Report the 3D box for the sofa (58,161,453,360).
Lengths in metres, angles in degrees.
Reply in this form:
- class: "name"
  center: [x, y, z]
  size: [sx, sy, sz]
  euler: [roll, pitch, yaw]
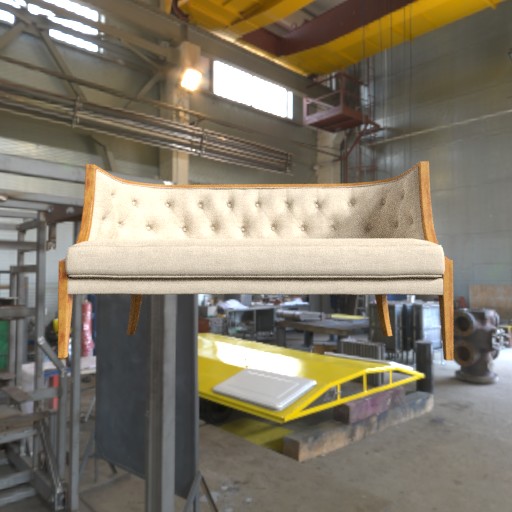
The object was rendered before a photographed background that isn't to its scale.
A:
- class: "sofa"
  center: [0.000, 0.000, 1.971]
  size: [1.474, 0.775, 0.770]
  euler: [0, -2, 2]
